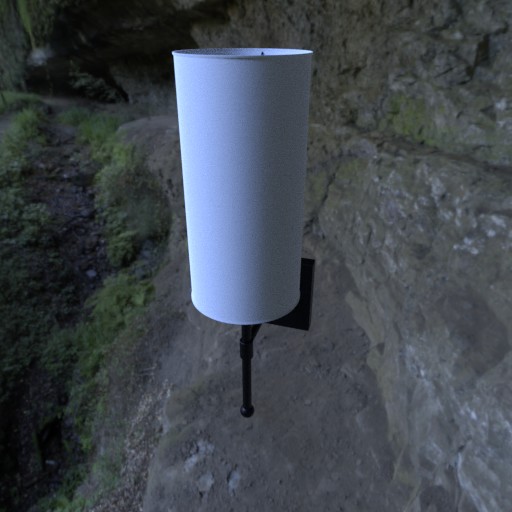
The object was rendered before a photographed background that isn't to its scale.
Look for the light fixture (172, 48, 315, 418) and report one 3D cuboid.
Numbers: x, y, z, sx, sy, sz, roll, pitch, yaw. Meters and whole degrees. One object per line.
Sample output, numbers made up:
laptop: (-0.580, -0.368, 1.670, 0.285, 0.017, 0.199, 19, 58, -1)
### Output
light fixture: (0.000, 0.000, 0.546, 0.128, 0.462, 0.208, 8, 29, 15)
